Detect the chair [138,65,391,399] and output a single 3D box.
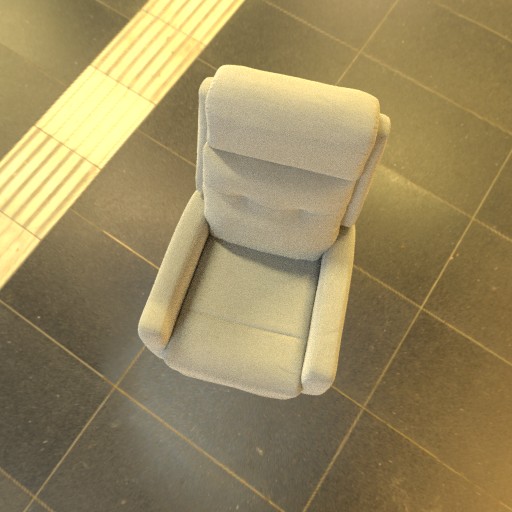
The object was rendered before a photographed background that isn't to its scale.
[{"bbox_3d":[0.000,0.000,1.765,0.798,1.013,1.043,14,75,4],"label":"chair"}]
